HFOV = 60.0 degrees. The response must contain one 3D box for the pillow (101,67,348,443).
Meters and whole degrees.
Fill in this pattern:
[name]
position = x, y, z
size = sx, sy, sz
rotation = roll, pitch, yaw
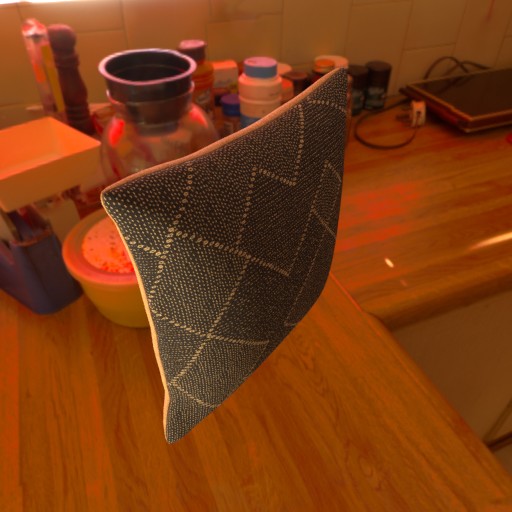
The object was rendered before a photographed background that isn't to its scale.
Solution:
[pillow]
position = 0.000, 0.000, 0.646
size = 0.148, 0.428, 0.435
rotation = 26, 47, 27
